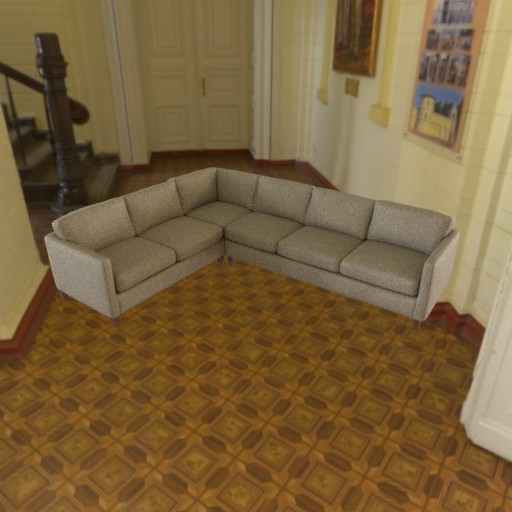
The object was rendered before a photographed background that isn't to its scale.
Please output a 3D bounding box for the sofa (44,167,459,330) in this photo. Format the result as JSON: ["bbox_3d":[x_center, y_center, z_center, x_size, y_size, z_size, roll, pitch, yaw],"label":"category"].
[{"bbox_3d":[0.000,0.000,4.486,3.302,0.947,2.593,18,32,31],"label":"sofa"}]
